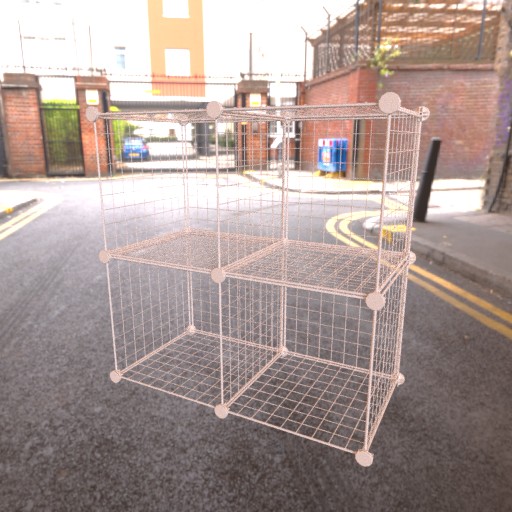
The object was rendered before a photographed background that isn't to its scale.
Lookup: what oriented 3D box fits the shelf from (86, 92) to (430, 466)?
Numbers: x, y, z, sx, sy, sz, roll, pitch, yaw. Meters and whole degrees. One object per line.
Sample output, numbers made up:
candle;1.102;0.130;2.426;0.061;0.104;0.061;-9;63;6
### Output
shelf;0.000;0.000;1.110;0.711;0.711;0.356;8;16;27
